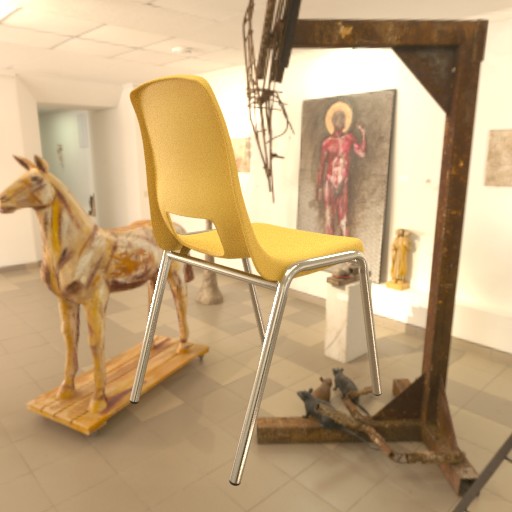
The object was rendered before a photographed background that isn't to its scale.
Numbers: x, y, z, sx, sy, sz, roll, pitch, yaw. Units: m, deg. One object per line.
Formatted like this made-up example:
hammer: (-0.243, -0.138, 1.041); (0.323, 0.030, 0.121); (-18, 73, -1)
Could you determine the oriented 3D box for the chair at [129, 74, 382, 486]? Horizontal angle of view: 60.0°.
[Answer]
chair: (0.000, 0.000, 0.919); (0.436, 0.653, 0.381); (-12, 18, -42)
